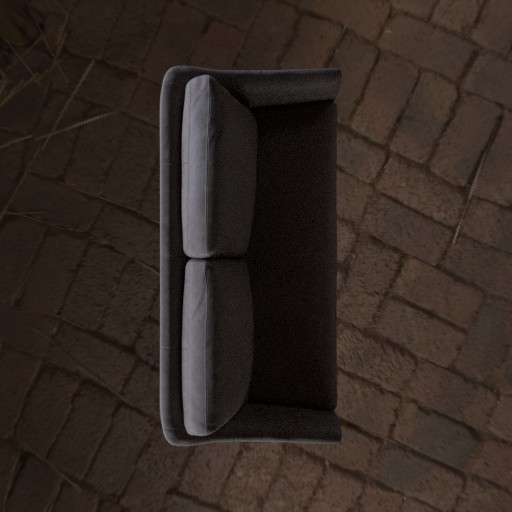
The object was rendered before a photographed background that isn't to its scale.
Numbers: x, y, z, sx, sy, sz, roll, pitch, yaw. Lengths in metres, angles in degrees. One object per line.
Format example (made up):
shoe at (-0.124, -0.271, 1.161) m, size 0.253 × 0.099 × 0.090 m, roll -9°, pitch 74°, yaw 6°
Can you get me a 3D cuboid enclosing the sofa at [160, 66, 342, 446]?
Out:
sofa at (0.000, 0.000, 2.522) m, size 0.960 × 0.902 × 2.036 m, roll 0°, pitch 90°, yaw -1°
